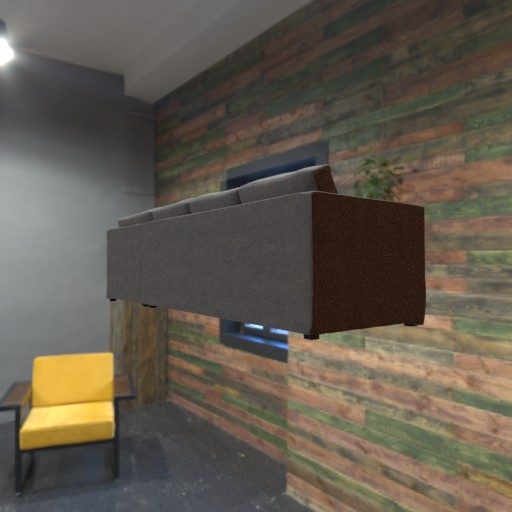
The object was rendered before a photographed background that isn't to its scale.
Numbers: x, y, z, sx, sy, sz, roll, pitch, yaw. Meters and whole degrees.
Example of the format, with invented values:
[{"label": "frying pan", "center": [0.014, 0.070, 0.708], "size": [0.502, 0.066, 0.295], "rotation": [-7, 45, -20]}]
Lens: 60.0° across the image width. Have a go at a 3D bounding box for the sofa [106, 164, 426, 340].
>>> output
[{"label": "sofa", "center": [0.000, 0.000, 3.888], "size": [1.650, 0.922, 3.205], "rotation": [1, -1, -36]}]
